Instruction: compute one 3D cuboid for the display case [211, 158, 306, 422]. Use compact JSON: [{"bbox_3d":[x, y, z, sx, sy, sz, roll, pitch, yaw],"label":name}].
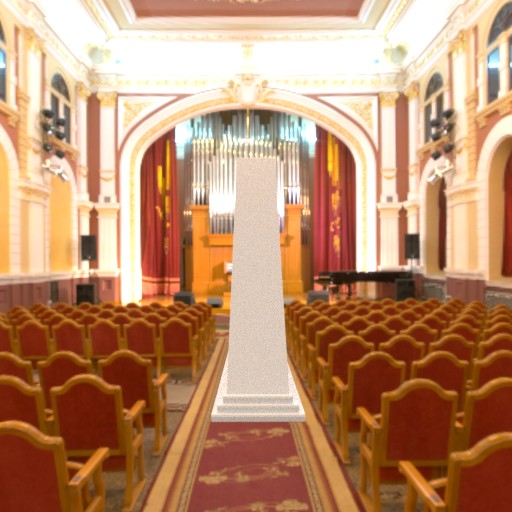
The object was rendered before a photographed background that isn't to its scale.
[{"bbox_3d":[0.000,0.000,0.767,0.095,0.340,0.640,0,-1,0],"label":"display case"}]
